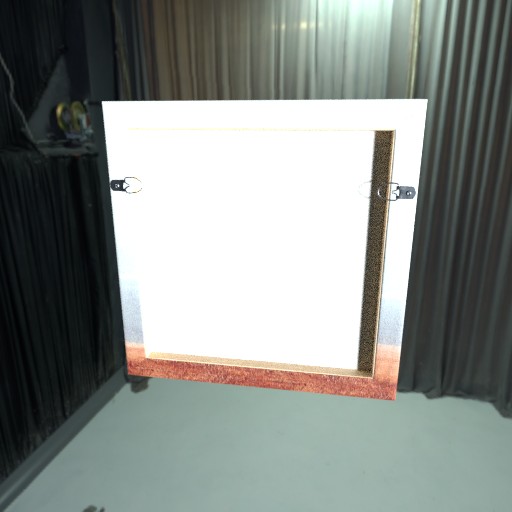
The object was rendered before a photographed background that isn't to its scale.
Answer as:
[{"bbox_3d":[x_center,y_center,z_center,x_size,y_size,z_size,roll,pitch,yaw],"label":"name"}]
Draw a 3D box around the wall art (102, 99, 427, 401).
[{"bbox_3d":[0.000,0.000,1.147,0.760,0.760,0.042,3,17,9],"label":"wall art"}]
